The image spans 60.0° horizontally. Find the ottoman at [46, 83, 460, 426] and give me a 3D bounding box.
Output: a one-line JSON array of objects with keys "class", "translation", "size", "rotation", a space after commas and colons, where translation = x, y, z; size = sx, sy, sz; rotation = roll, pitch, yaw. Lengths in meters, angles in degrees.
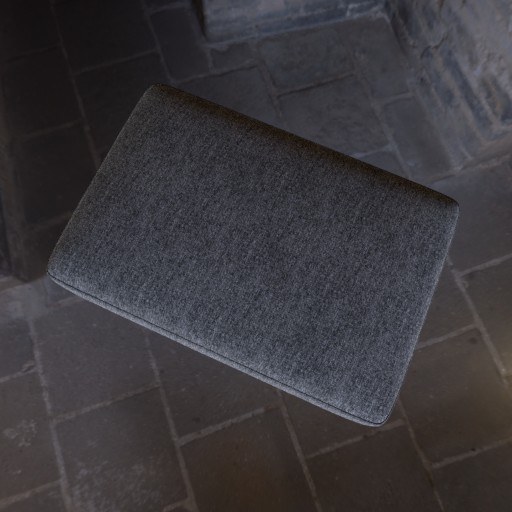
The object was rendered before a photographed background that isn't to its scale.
[{"class": "ottoman", "translation": [0.000, 0.000, 1.209], "size": [0.864, 0.483, 0.584], "rotation": [23, 77, 6]}]
